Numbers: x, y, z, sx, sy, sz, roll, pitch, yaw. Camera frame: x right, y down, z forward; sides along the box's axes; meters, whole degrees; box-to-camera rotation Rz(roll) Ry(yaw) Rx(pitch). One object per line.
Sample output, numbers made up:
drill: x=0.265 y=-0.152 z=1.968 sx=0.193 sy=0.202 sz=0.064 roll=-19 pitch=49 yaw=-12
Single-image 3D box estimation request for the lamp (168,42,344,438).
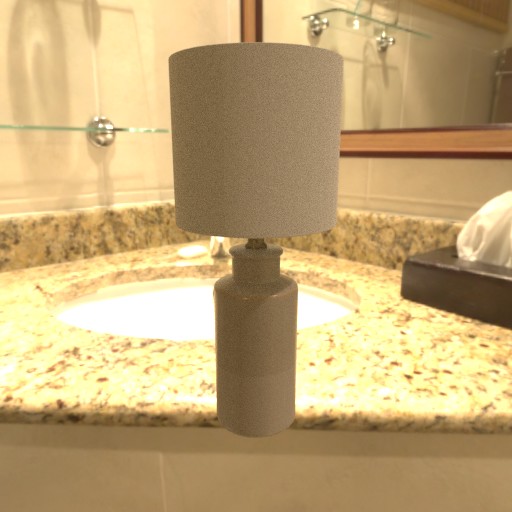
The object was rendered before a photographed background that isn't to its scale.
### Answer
lamp: x=0.000 y=0.000 z=0.605 sx=0.212 sy=0.493 sz=0.212 roll=2 pitch=14 yaw=10
